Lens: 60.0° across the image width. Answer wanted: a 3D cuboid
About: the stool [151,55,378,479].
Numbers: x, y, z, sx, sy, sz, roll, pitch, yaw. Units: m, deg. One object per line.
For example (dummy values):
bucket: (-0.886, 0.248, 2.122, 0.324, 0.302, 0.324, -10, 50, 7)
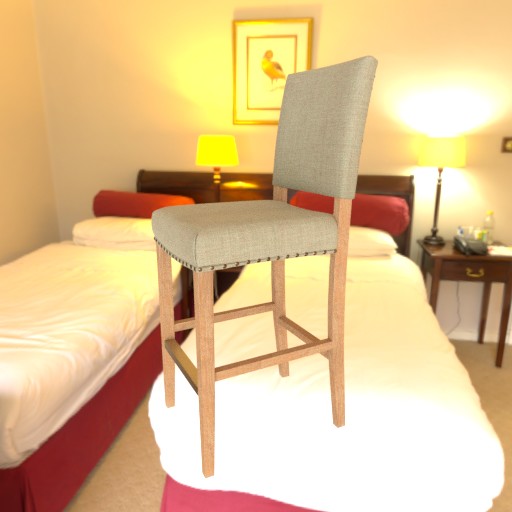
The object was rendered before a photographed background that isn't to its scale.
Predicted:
stool: (0.000, 0.000, 1.470, 0.585, 1.203, 0.445, -8, 17, -26)
